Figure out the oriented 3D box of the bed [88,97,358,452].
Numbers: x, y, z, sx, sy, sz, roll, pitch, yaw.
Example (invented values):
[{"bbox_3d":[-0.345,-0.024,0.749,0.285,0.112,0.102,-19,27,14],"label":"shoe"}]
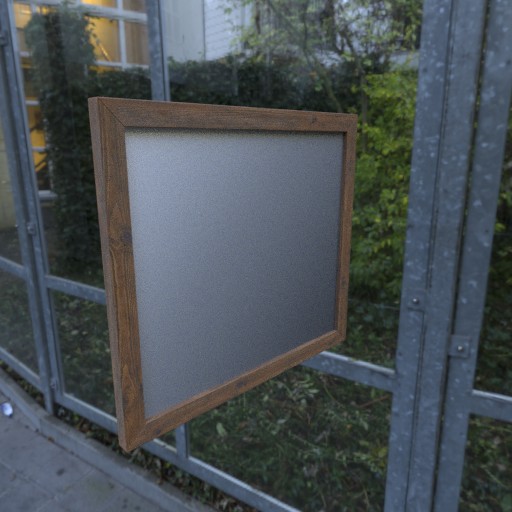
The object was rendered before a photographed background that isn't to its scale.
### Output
[{"bbox_3d":[0.000,0.000,1.488,1.046,0.942,0.046,-14,20,-42],"label":"bed"}]
